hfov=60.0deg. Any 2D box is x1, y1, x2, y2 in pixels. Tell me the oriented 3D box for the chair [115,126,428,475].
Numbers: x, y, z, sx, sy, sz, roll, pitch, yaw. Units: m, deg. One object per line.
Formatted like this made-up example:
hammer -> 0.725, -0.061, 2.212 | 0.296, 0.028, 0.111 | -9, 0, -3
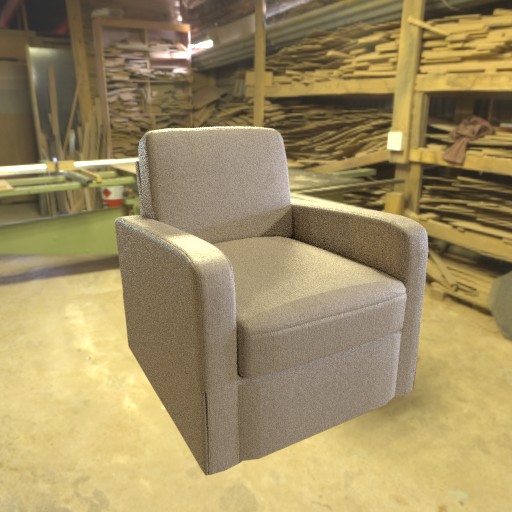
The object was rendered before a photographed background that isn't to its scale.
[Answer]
chair -> 0.000, 0.000, 1.503 | 0.755, 0.827, 0.888 | -10, 20, -28
